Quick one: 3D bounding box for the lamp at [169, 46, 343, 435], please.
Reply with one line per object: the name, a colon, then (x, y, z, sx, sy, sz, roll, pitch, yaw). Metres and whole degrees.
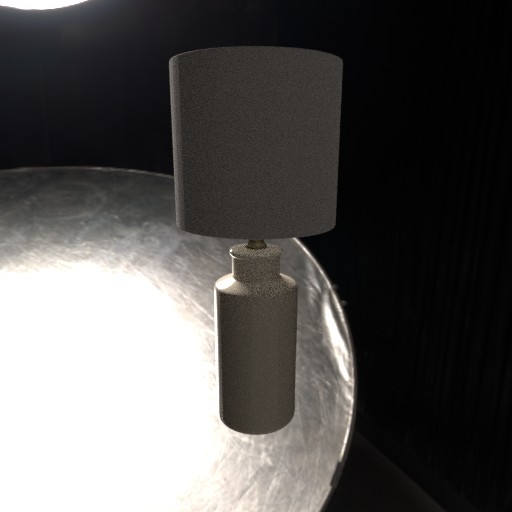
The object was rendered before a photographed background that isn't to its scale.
lamp: (0.000, 0.000, 0.612, 0.212, 0.493, 0.212, -7, 16, -26)
